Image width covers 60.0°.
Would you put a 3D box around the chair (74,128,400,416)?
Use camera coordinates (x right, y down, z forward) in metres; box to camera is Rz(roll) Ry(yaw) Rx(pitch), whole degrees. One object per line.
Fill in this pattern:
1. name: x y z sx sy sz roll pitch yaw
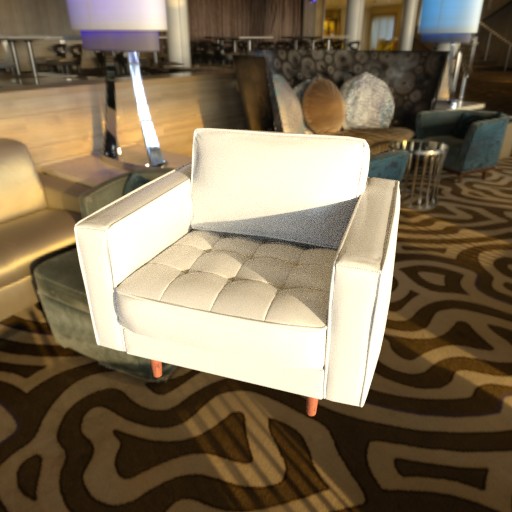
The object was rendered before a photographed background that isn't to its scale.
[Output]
1. chair: 0.000 0.000 1.549 0.928 0.773 0.843 8 27 17
